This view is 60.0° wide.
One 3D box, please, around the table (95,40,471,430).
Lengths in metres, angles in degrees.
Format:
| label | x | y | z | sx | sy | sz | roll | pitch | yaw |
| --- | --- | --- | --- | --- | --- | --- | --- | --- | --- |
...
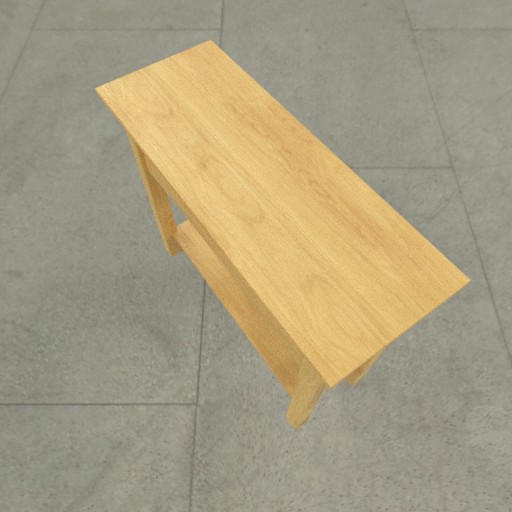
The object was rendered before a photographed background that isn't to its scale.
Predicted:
| label | x | y | z | sx | sy | sz | roll | pitch | yaw |
| --- | --- | --- | --- | --- | --- | --- | --- | --- | --- |
| table | 0.000 | 0.000 | 1.271 | 0.340 | 0.728 | 0.900 | -31 | 64 | -17 |
